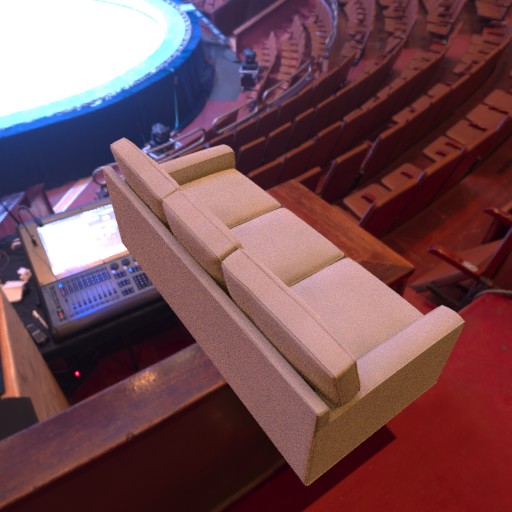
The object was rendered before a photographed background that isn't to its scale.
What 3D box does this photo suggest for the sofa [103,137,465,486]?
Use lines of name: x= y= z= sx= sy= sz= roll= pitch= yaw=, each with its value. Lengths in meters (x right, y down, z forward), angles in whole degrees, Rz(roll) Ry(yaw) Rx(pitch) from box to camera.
sofa: x=0.000 y=0.000 z=2.561 sx=0.935 sy=0.862 sz=2.088 roll=-26 pitch=48 yaw=-25
